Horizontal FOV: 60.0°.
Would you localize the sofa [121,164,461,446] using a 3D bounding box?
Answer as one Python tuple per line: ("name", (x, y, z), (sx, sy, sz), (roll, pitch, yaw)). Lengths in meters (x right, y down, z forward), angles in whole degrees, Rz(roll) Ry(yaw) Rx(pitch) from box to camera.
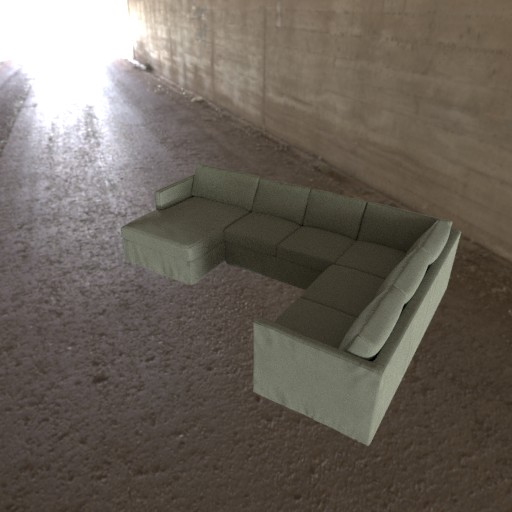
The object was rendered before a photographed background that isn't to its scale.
("sofa", (0.000, 0.000, 4.565), (3.434, 0.869, 2.440), (18, 34, 28))
